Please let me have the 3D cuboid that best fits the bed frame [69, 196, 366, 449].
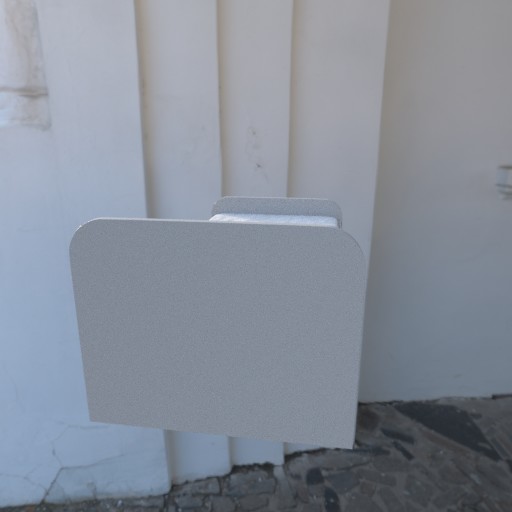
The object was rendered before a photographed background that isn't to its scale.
[{"bbox_3d":[0.000,0.000,2.457,0.998,0.805,1.963,3,17,8],"label":"bed frame"}]
